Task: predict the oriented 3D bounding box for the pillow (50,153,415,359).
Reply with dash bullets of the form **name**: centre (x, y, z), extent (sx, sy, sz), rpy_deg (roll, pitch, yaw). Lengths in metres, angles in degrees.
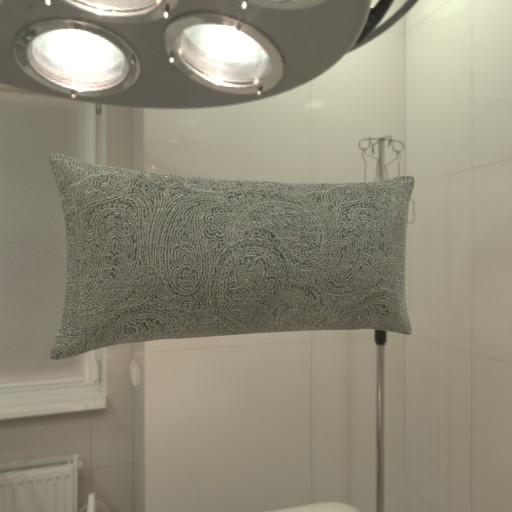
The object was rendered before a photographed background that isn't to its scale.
- **pillow**: centre (0.000, 0.000, 0.724), extent (0.615, 0.295, 0.151), rpy_deg (0, 0, -18)
